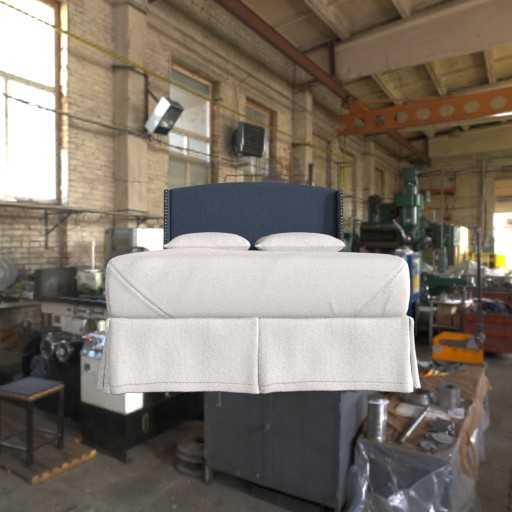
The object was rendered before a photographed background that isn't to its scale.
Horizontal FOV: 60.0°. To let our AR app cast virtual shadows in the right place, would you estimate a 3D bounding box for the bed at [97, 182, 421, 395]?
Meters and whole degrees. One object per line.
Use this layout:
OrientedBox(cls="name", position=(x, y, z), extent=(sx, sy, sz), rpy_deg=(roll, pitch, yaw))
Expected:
OrientedBox(cls="bed", position=(0.000, 0.000, 3.313), extent=(1.710, 1.407, 2.237), rpy_deg=(0, 1, -1))
